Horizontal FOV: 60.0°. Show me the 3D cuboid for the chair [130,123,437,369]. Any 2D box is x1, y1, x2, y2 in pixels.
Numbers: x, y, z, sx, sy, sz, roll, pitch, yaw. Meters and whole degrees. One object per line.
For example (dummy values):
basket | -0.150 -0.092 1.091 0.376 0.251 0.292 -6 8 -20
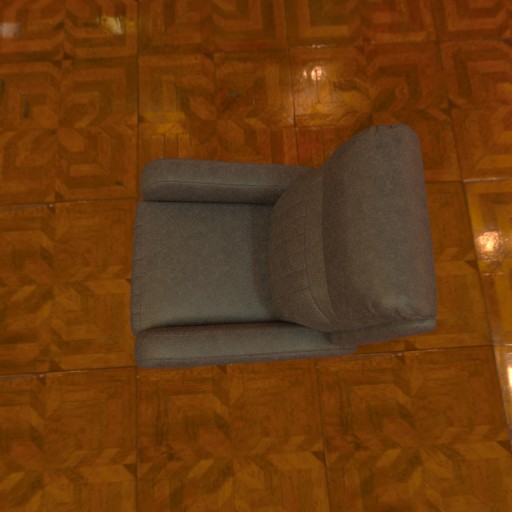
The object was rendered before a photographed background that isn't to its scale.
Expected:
chair | 0.000 0.000 1.788 1.067 1.067 0.865 -1 76 0
